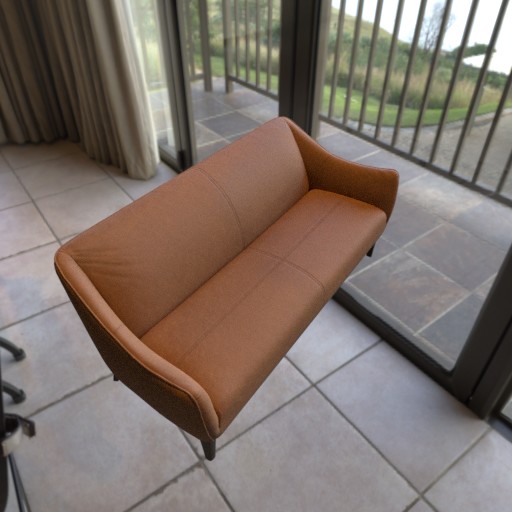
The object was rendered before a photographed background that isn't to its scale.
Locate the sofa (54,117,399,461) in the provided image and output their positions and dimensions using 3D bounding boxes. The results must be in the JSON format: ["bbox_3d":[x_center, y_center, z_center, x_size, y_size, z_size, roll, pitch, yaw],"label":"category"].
[{"bbox_3d":[0.000,0.000,2.415,0.869,0.830,1.928,24,45,26],"label":"sofa"}]
